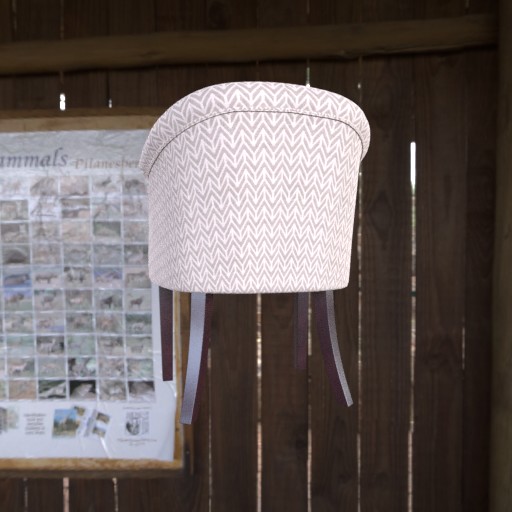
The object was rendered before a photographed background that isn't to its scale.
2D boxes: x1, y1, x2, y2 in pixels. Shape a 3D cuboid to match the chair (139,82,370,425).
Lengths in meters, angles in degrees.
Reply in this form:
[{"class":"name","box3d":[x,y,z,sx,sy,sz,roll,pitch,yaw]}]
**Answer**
[{"class":"chair","box3d":[0.000,0.000,1.354,0.686,0.858,0.613,0,1,-16]}]
